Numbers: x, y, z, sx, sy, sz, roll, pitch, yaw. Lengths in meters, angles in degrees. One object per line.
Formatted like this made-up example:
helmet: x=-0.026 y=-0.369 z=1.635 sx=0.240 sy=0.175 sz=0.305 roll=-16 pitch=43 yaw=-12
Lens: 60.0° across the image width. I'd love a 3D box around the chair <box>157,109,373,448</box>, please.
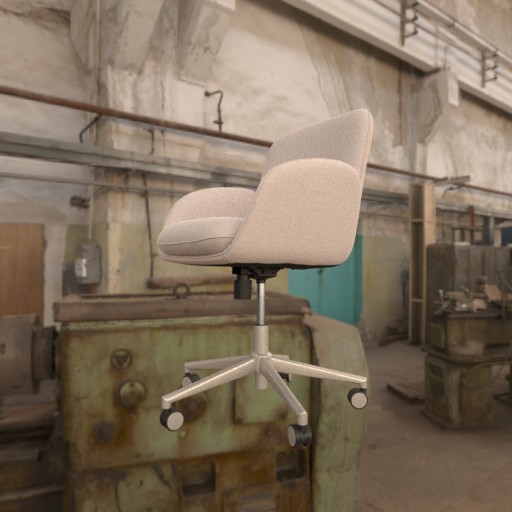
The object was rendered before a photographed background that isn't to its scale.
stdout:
chair: x=0.000 y=0.000 z=1.397 sx=0.633 sy=0.959 sz=0.648 roll=0 pitch=0 yaw=-36
